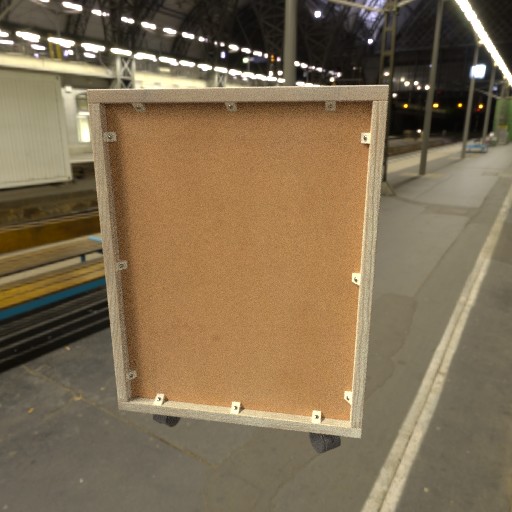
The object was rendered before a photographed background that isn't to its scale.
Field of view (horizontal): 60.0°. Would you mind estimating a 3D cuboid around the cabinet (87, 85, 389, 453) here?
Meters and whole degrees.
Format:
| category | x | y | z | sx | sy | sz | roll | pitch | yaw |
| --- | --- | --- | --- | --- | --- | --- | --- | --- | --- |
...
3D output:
| category | x | y | z | sx | sy | sz | roll | pitch | yaw |
| --- | --- | --- | --- | --- | --- | --- | --- | --- | --- |
| cabinet | 0.000 | 0.000 | 0.855 | 0.409 | 0.579 | 0.401 | 3 | 17 | 10 |
